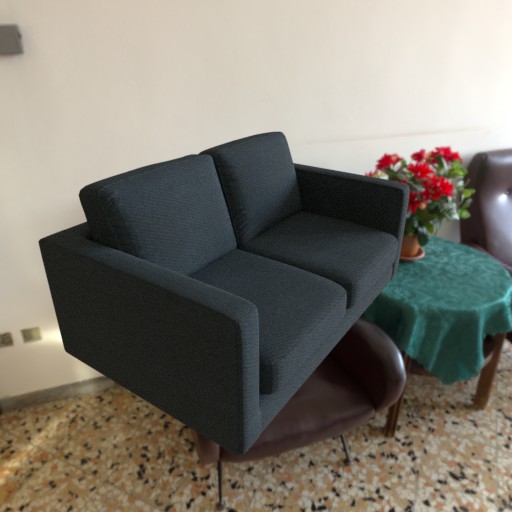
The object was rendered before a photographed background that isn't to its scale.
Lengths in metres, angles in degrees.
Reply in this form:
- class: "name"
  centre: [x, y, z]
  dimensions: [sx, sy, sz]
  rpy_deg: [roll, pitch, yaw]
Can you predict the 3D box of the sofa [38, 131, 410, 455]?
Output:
- class: "sofa"
  centre: [0.000, 0.000, 2.113]
  dimensions: [0.999, 0.930, 1.518]
  rpy_deg: [17, 32, 31]
